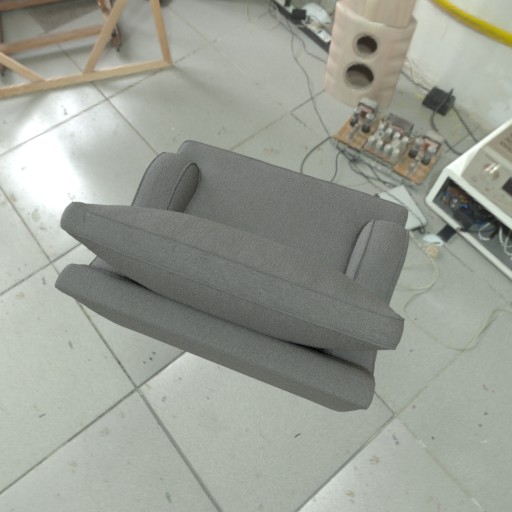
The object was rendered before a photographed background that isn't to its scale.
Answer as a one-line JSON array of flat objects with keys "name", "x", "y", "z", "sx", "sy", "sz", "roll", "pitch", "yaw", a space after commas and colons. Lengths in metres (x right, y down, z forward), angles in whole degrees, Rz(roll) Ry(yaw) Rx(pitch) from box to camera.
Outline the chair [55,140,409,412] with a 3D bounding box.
[{"name": "chair", "x": 0.000, "y": 0.000, "z": 1.990, "sx": 1.220, "sy": 1.016, "sz": 1.041, "roll": 19, "pitch": 65, "yaw": 9}]
